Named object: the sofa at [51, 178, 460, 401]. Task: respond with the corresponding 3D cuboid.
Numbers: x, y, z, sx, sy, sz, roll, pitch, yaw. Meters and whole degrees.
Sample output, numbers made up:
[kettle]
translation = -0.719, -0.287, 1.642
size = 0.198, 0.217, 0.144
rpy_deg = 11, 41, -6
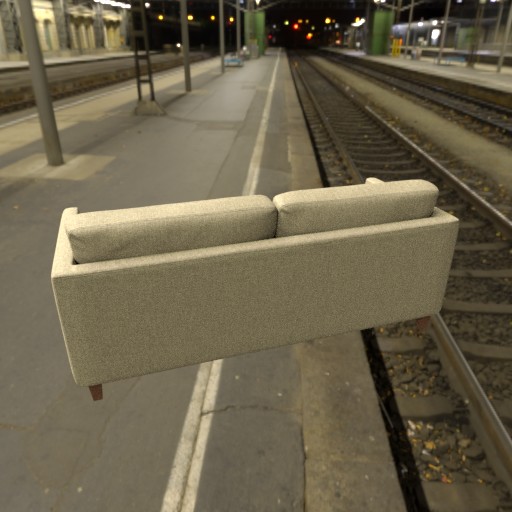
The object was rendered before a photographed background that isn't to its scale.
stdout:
[sofa]
translation = 0.000, 0.000, 2.749
size = 2.208, 0.960, 0.956
rpy_deg = -8, 27, -16
